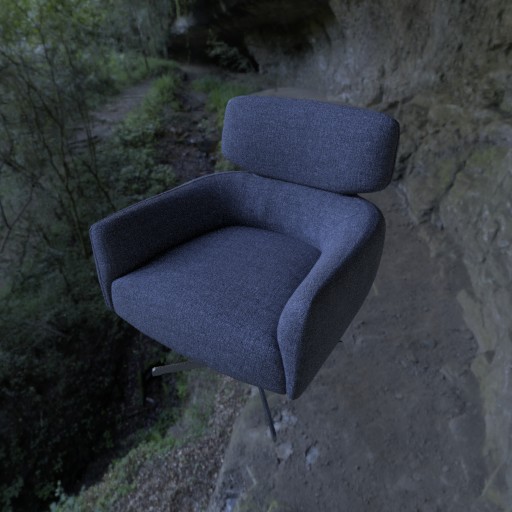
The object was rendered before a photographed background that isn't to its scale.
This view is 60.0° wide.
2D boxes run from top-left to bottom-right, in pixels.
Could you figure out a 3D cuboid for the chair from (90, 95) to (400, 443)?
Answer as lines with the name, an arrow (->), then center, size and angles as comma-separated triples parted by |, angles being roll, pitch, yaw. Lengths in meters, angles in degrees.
chair -> 0.000, 0.000, 1.349 | 0.706, 0.812, 0.715 | 18, 35, 28
